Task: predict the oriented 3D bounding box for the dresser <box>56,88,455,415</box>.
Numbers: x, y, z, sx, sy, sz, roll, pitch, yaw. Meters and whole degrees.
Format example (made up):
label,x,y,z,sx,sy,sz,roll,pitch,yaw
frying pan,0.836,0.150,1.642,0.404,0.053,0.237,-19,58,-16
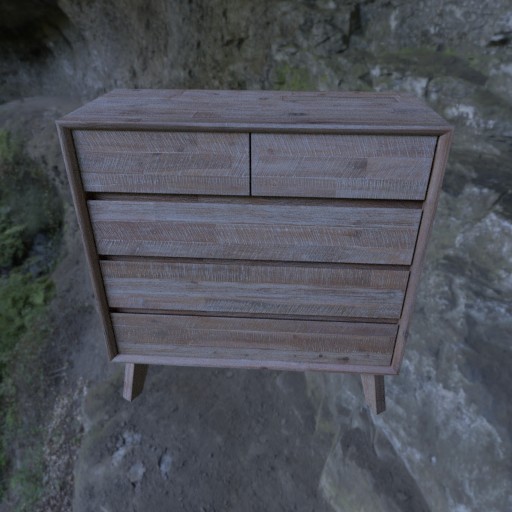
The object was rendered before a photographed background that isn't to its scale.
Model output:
label,x,y,z,sx,sy,sz,roll,pitch,yaw
dresser,0.000,0.000,1.559,0.998,1.029,0.455,2,30,3
